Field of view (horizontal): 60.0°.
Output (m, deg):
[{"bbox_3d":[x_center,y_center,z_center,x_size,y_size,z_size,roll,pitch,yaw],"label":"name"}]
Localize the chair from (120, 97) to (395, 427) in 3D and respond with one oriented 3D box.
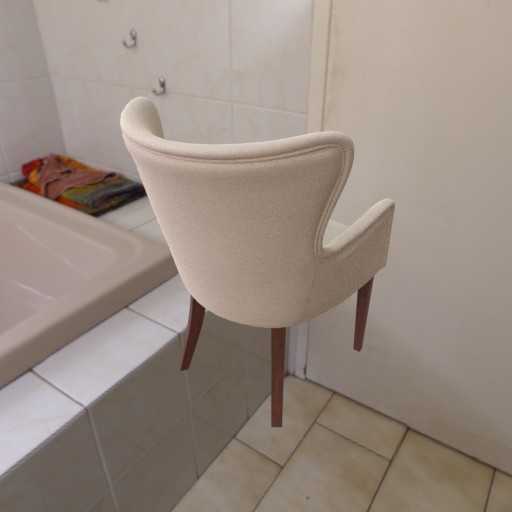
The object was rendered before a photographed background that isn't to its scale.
[{"bbox_3d":[0.000,0.000,1.477,0.696,0.990,0.744,21,37,31],"label":"chair"}]
